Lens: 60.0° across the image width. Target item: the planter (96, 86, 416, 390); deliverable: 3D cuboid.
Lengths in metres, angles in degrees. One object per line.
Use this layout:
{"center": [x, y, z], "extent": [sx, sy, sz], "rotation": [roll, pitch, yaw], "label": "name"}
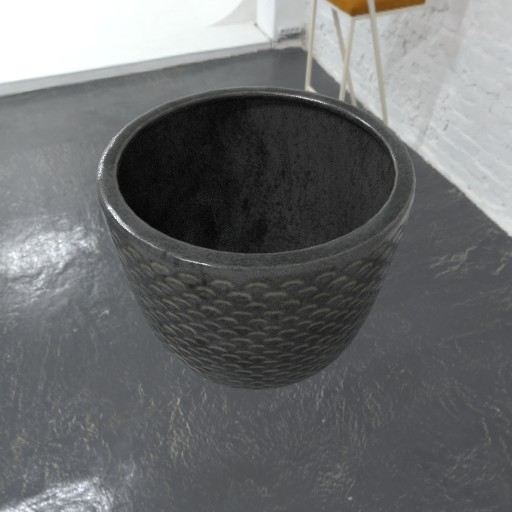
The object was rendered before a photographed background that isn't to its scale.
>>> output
{"center": [0.000, 0.000, 0.242], "extent": [0.140, 0.129, 0.140], "rotation": [0, 46, 0], "label": "planter"}
